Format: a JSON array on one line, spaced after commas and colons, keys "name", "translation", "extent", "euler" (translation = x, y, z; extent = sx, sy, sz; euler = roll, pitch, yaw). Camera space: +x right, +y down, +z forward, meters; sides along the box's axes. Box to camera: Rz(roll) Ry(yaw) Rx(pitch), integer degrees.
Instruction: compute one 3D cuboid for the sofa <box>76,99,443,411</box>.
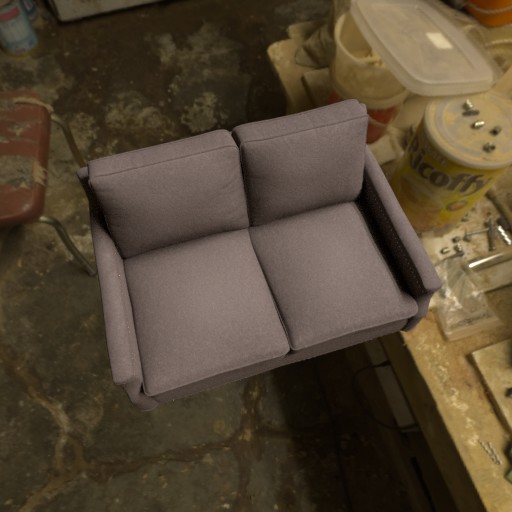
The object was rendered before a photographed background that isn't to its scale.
[{"name": "sofa", "translation": [0.000, 0.000, 2.321], "extent": [1.597, 1.003, 1.084], "euler": [-15, 65, -7]}]
